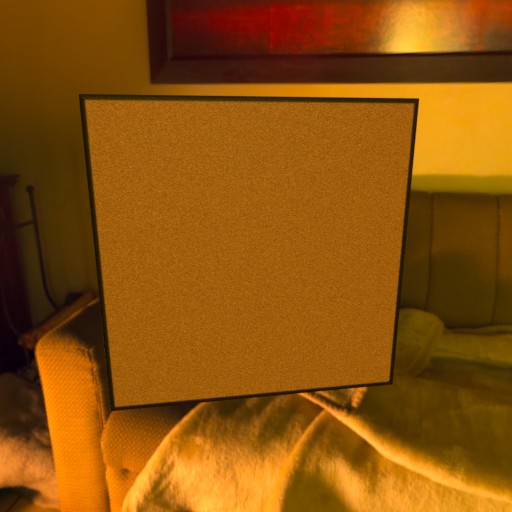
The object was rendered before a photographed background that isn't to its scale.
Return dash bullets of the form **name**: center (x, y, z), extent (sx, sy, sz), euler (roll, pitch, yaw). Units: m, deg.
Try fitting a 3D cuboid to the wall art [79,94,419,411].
- **wall art**: center (0.000, 0.000, 0.449), extent (0.304, 0.303, 0.037), euler (-3, 16, -9)
